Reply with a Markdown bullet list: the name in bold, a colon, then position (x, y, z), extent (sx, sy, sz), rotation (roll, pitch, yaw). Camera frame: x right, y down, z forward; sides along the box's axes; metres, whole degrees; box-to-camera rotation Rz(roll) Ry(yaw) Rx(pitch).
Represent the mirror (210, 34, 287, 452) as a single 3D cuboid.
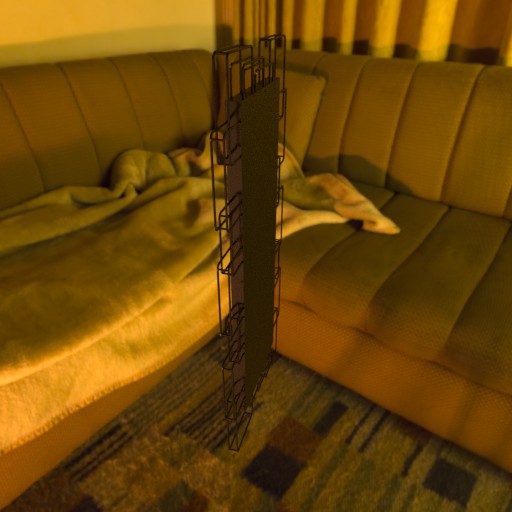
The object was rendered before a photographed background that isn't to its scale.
- **mirror**: position (0.000, 0.000, 1.363), extent (0.037, 1.192, 0.565), rotation (8, 31, 14)
